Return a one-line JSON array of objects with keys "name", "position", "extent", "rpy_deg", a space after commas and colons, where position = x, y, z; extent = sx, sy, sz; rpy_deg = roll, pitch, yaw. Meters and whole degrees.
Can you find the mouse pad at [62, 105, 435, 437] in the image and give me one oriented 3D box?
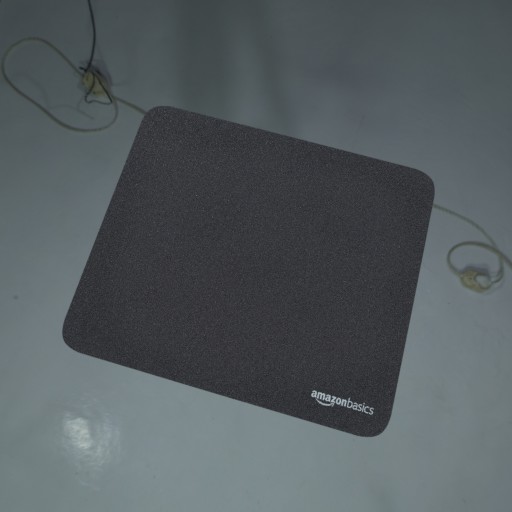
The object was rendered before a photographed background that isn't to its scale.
[{"name": "mouse pad", "position": [0.000, 0.000, 0.435], "extent": [0.315, 0.002, 0.269], "rpy_deg": [15, 76, 4]}]
